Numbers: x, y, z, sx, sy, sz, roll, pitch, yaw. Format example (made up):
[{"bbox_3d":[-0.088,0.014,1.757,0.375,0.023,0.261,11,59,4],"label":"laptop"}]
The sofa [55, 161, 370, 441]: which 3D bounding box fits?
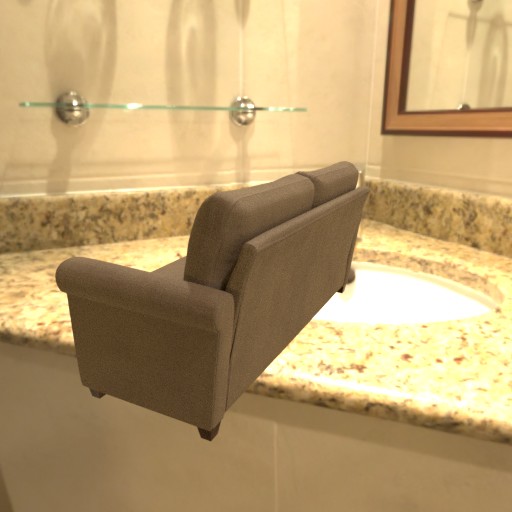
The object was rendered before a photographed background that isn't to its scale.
[{"bbox_3d":[0.000,0.000,2.455,0.842,0.942,1.935,8,18,26],"label":"sofa"}]
